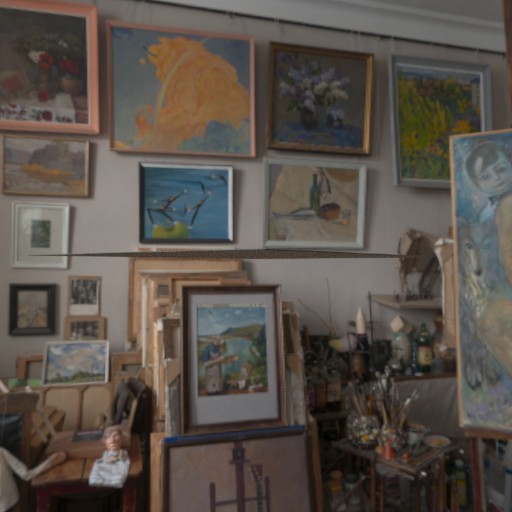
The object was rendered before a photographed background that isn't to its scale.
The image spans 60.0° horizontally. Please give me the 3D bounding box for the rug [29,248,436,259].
[{"bbox_3d":[0.000,0.000,4.115,2.438,0.013,3.048,-1,-1,37],"label":"rug"}]
